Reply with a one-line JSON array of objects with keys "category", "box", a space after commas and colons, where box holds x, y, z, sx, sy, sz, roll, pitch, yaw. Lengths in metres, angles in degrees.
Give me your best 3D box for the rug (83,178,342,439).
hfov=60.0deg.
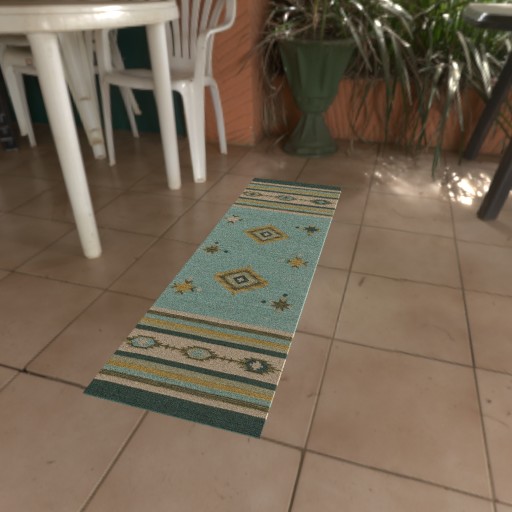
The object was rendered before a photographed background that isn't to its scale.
[{"category": "rug", "box": [0.000, 0.000, 2.703, 0.744, 0.010, 2.441, 9, 32, 14]}]
